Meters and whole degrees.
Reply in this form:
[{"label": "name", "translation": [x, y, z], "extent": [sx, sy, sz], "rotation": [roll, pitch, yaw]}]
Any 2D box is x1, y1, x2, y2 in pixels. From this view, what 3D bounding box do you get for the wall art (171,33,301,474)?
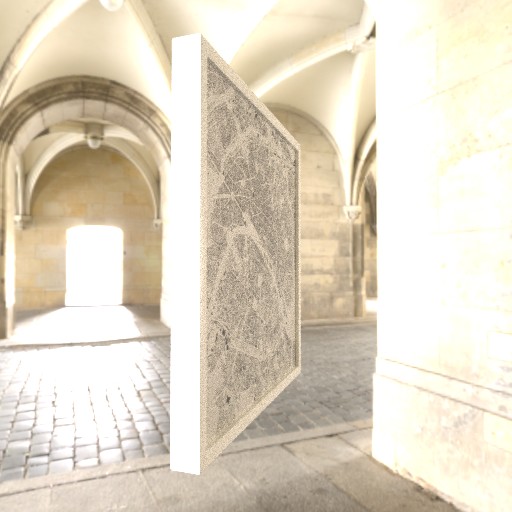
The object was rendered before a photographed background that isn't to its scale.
[{"label": "wall art", "translation": [0.000, 0.000, 0.754], "extent": [0.038, 0.508, 0.508], "rotation": [0, -1, 19]}]
